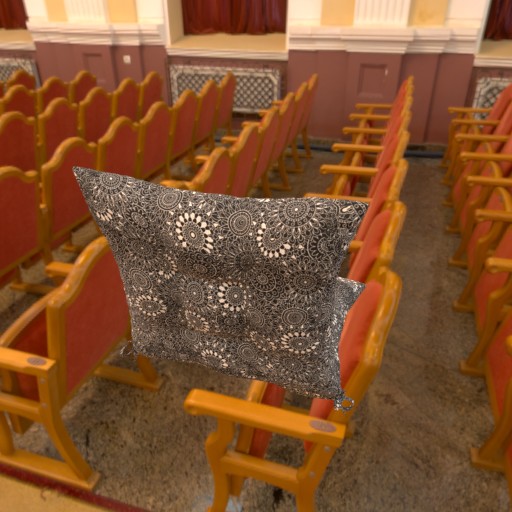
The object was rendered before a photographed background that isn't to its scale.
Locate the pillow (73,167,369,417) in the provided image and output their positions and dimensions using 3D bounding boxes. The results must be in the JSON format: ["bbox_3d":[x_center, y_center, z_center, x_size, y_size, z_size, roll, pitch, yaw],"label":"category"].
[{"bbox_3d":[0.000,0.000,1.031,0.541,0.536,0.585,9,31,16],"label":"pillow"}]
